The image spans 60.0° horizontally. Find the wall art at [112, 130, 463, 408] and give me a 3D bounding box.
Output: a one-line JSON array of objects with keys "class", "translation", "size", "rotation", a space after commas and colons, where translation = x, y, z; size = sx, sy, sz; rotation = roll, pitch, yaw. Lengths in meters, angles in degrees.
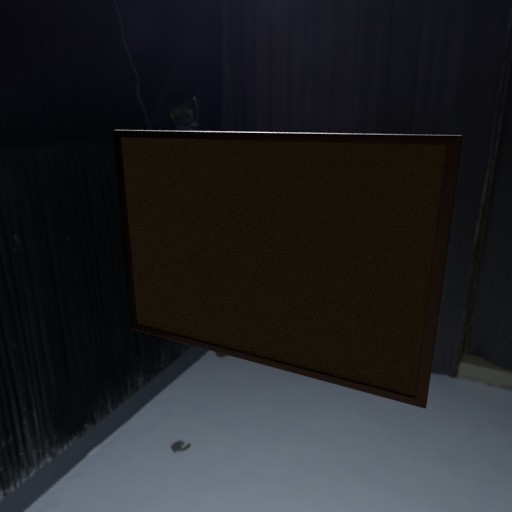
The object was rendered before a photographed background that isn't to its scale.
[{"class": "wall art", "translation": [0.000, 0.000, 1.040], "size": [0.816, 0.559, 0.014], "rotation": [9, 19, 26]}]
